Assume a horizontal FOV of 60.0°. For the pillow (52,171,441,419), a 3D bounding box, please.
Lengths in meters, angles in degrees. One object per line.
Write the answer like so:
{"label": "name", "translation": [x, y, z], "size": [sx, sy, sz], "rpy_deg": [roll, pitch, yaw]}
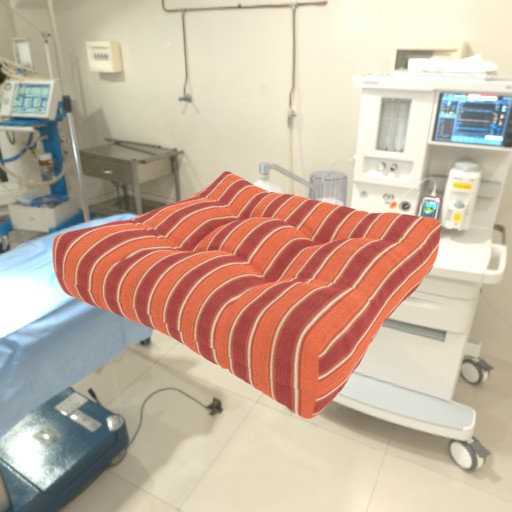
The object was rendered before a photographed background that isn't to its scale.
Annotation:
{"label": "pillow", "translation": [0.000, 0.000, 0.743], "size": [0.490, 0.133, 0.468], "rpy_deg": [17, 31, 31]}
